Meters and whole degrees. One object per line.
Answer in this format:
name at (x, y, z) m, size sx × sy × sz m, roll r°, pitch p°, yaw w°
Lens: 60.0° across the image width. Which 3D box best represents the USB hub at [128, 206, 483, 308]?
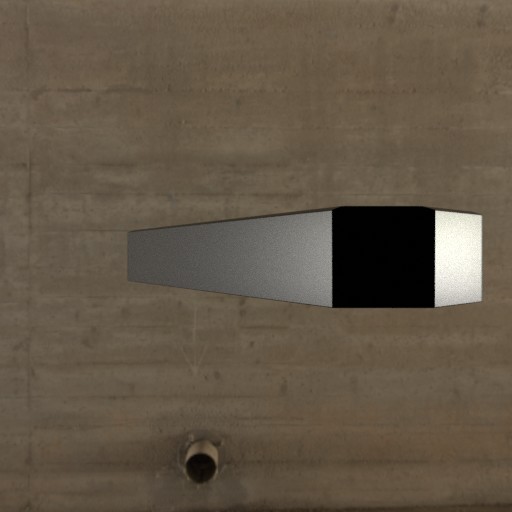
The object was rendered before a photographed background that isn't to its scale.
USB hub at (0.000, 0.000, 0.160) m, size 0.044 × 0.023 × 0.145 m, roll 0°, pitch 0°, yaw -37°
